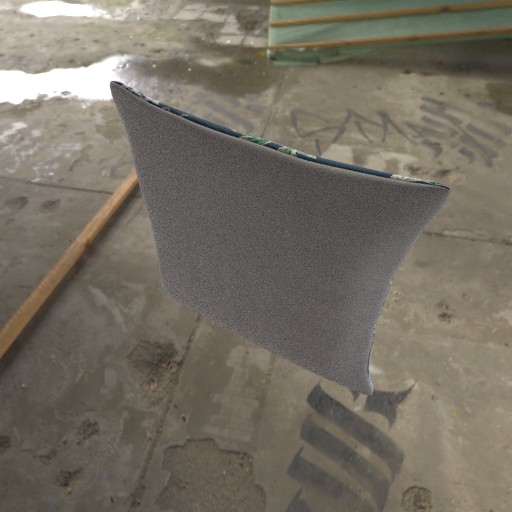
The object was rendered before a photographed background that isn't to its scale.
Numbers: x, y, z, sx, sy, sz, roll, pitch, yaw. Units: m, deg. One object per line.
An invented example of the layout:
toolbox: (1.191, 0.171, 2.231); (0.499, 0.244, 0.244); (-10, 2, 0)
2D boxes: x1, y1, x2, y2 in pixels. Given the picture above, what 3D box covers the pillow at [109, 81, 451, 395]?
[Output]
pillow: (0.000, 0.000, 0.776); (0.525, 0.508, 0.166); (24, 50, 21)
